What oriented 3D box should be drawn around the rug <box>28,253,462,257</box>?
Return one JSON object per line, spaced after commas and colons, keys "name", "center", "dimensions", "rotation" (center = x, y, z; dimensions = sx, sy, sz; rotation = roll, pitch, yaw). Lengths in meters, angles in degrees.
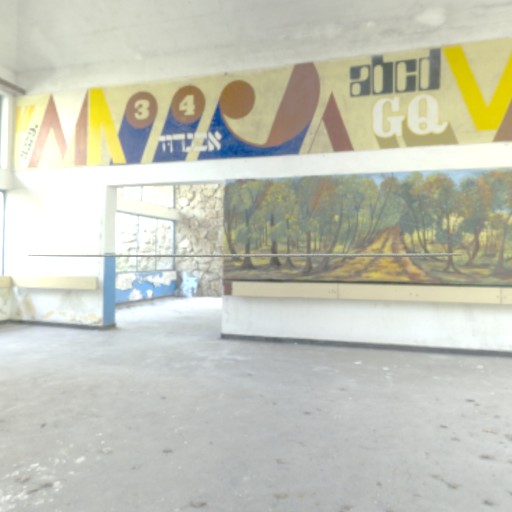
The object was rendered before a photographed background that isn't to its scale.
{"name": "rug", "center": [0.000, 0.000, 2.910], "dimensions": [2.284, 0.008, 1.522], "rotation": [0, 0, 18]}
